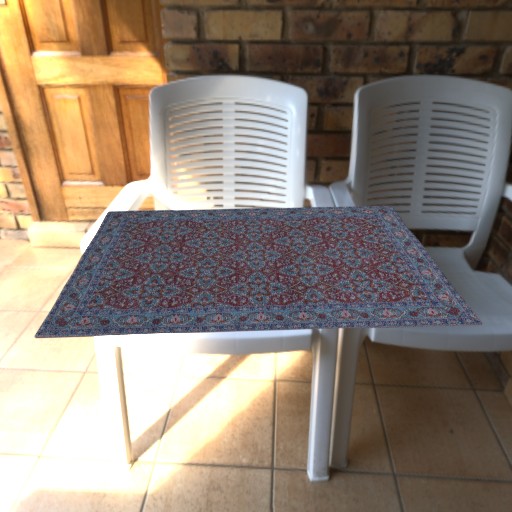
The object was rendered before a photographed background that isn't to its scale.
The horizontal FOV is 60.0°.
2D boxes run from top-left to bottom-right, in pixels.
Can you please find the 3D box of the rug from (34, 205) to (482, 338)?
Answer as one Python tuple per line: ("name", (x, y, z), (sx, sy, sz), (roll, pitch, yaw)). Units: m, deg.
("rug", (0.000, 0.000, 2.325), (1.829, 0.009, 1.219), (-1, 30, -2))
